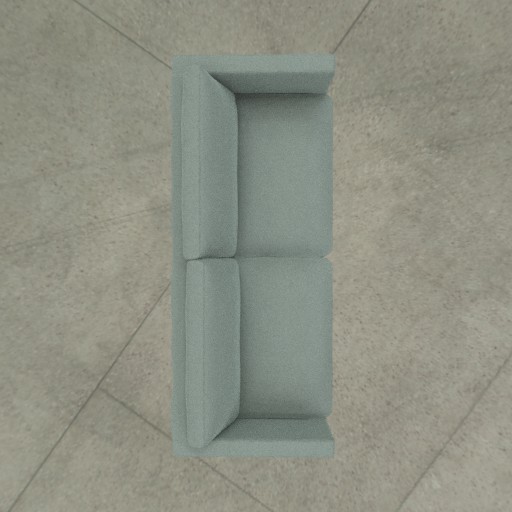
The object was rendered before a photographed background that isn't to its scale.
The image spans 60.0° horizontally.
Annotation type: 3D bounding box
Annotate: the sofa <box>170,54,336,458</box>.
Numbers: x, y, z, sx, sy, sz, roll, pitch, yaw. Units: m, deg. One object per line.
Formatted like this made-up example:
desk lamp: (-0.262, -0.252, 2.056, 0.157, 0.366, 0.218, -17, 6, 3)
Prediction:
sofa: (0.000, 0.000, 2.784, 0.962, 0.853, 2.312, 0, 91, 1)
